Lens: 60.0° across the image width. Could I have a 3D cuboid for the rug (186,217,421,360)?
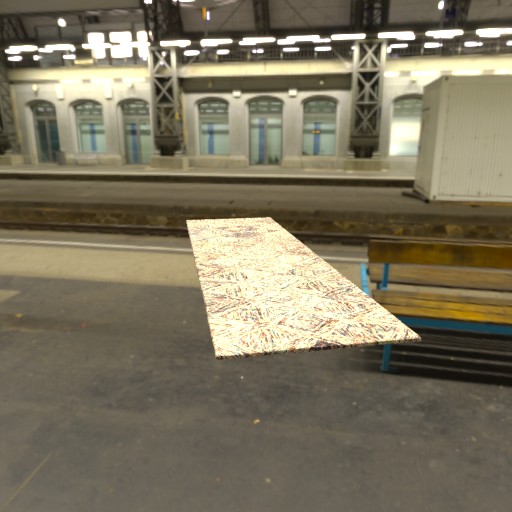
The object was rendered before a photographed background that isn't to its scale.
[{"bbox_3d":[0.000,0.000,2.494,0.688,0.015,2.292,-3,15,-11],"label":"rug"}]
